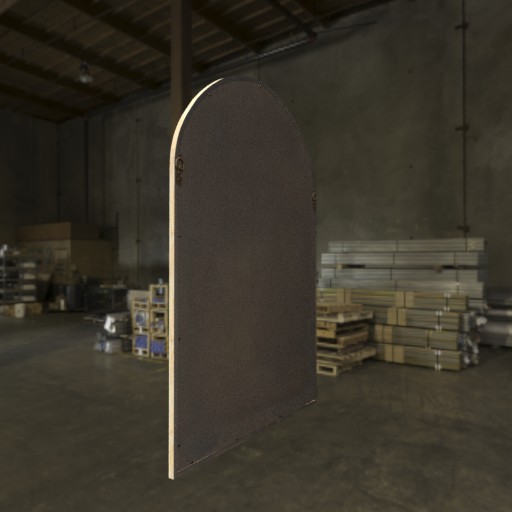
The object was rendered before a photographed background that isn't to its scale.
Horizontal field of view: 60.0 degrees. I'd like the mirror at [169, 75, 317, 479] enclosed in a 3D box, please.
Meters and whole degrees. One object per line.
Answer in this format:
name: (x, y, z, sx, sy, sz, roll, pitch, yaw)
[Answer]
mirror: (0.000, 0.000, 1.161, 0.032, 0.915, 0.609, -1, -1, 36)
